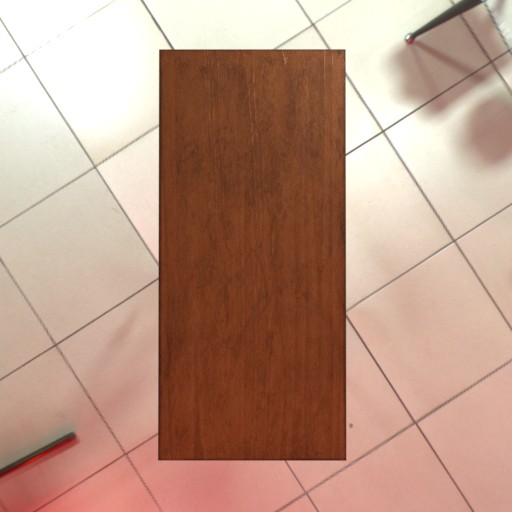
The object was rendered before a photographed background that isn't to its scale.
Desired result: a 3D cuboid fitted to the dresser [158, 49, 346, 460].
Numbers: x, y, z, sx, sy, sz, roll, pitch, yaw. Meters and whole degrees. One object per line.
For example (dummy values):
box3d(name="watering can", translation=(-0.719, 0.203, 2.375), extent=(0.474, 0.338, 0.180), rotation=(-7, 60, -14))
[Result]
box3d(name="dresser", translation=(0.000, 0.000, 1.949), extent=(0.591, 1.224, 1.250), rotation=(0, 89, 0))
